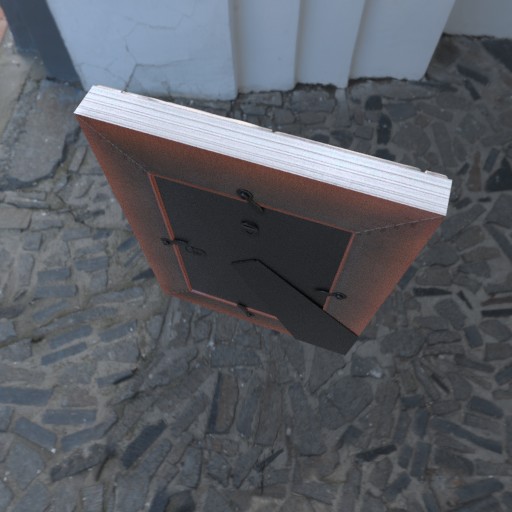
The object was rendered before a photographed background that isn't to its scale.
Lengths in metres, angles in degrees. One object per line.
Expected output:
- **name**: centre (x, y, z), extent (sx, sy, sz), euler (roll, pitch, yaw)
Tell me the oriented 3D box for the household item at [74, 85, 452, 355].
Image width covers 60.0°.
- **household item**: centre (0.000, 0.000, 0.286), extent (0.165, 0.216, 0.025), euler (17, 65, 8)
